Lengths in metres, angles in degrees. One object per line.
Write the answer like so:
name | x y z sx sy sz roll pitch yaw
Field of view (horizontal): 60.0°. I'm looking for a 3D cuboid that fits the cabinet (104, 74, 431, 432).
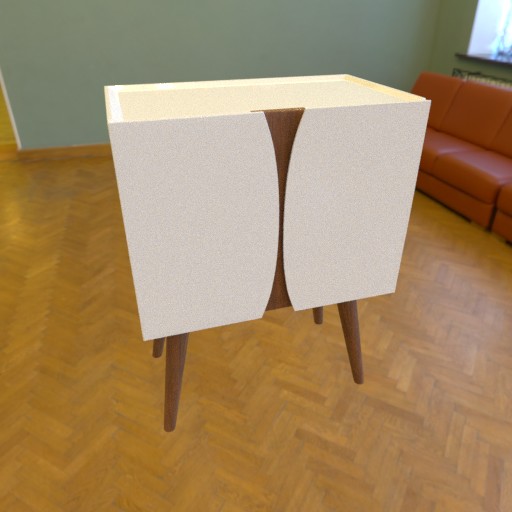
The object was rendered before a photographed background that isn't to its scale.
cabinet | 0.000 0.000 1.098 0.591 0.772 0.344 -9 31 -15
